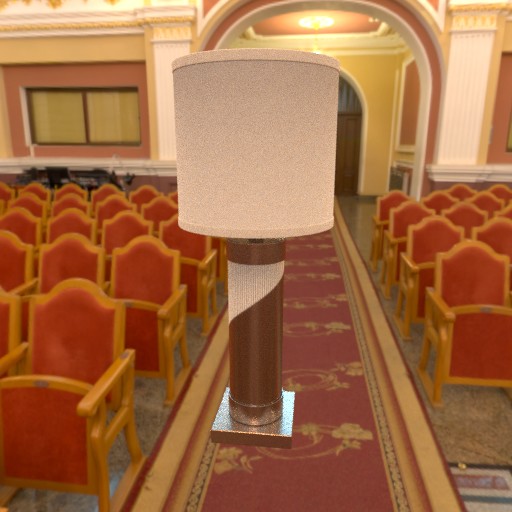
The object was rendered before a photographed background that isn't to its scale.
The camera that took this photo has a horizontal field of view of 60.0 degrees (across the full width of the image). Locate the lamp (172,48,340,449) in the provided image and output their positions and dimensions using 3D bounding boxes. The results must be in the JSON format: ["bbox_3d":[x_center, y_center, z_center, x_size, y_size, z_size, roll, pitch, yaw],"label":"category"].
[{"bbox_3d":[0.000,0.000,0.598,0.202,0.509,0.202,2,14,7],"label":"lamp"}]
